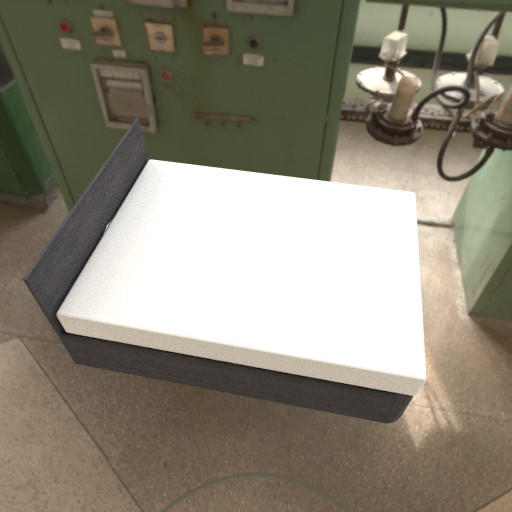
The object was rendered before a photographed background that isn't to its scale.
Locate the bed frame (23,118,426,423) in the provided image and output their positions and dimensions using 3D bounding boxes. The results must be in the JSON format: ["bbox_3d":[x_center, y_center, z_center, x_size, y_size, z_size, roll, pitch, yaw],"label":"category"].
[{"bbox_3d":[0.000,0.000,2.659,1.900,0.800,1.400,9,49,8],"label":"bed frame"}]
